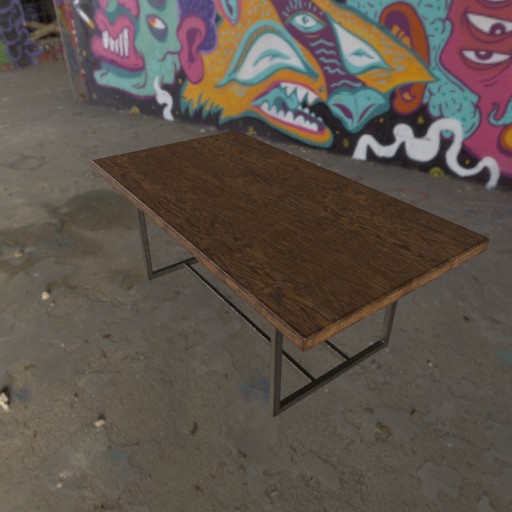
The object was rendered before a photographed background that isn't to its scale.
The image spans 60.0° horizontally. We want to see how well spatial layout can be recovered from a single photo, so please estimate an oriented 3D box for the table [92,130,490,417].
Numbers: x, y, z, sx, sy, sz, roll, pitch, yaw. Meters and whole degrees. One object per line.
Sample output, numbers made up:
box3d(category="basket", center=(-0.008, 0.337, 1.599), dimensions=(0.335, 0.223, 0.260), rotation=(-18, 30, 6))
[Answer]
box3d(category="table", center=(0.000, 0.000, 2.553), dimensions=(1.078, 0.795, 1.989), rotation=(-21, 38, -30))
